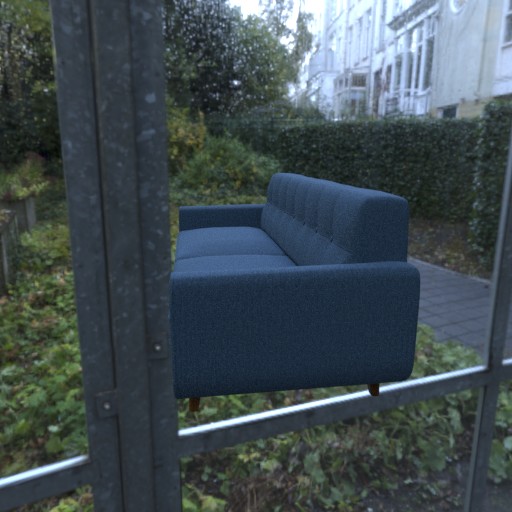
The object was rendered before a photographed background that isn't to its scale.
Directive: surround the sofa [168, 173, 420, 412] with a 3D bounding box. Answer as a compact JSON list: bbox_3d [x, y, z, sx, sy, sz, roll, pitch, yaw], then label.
[{"bbox_3d":[0.000,0.000,2.581,0.942,0.884,2.055,-2,13,-8],"label":"sofa"}]
